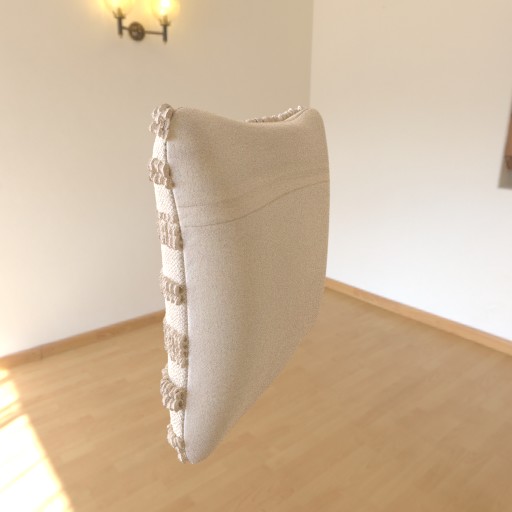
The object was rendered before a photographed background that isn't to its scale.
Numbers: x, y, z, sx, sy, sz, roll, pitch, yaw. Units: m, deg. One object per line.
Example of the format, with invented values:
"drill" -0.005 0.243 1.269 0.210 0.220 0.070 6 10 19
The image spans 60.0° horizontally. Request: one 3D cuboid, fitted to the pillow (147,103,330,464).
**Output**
"pillow" 0.000 0.000 0.655 0.145 0.427 0.437 8 20 24
